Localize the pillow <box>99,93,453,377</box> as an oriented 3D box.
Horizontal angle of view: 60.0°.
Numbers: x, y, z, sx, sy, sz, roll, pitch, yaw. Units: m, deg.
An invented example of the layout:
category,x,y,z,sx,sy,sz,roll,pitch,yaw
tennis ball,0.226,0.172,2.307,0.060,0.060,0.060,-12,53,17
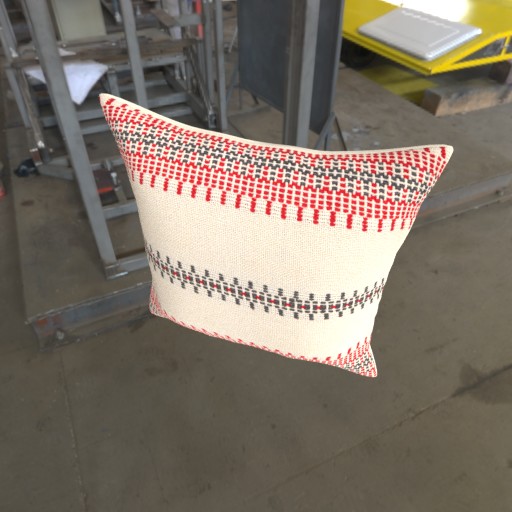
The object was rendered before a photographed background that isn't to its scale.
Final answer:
category,x,y,z,sx,sy,sz,roll,pitch,yaw
pillow,0.000,0.000,0.698,0.463,0.454,0.160,13,44,14
